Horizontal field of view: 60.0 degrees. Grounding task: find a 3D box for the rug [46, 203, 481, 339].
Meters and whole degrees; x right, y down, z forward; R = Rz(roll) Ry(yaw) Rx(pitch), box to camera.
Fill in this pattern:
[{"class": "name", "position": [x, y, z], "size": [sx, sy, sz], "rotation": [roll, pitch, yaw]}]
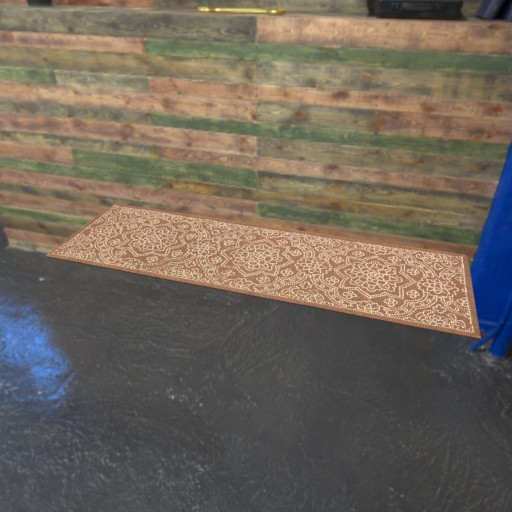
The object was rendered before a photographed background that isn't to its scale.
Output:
[{"class": "rug", "position": [0.000, 0.000, 2.688], "size": [2.448, 0.012, 0.769], "rotation": [9, 34, 14]}]
